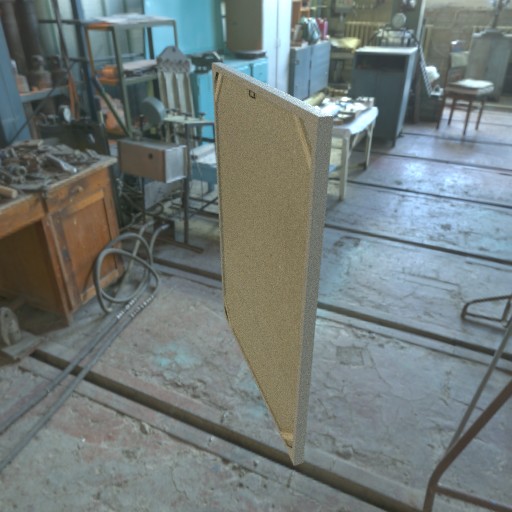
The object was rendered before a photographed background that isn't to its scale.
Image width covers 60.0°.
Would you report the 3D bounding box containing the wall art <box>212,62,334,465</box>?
[{"bbox_3d":[0.000,0.000,1.637,0.038,1.212,0.914,-10,32,-17],"label":"wall art"}]
